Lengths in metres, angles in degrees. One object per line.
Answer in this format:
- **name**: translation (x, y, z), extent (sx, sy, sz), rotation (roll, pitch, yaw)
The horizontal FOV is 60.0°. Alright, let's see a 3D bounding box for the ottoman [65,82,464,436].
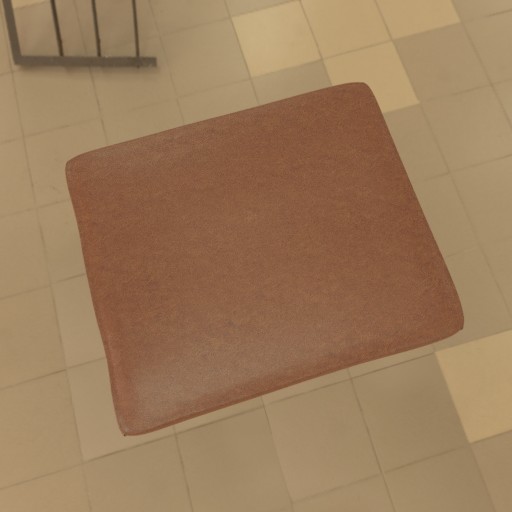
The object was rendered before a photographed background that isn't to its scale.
- **ottoman**: translation (0.000, 0.000, 1.437), extent (0.987, 0.472, 0.836), rotation (-16, 76, -4)
